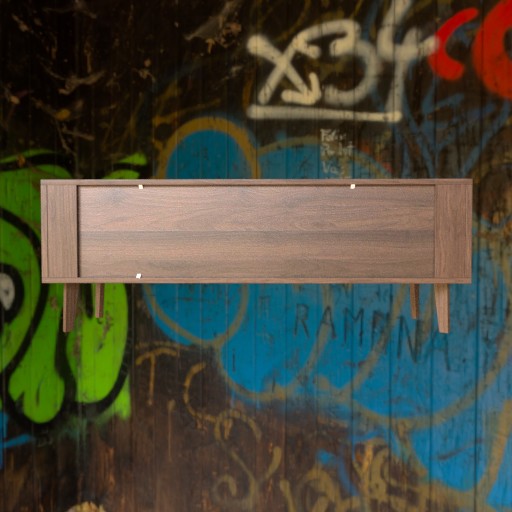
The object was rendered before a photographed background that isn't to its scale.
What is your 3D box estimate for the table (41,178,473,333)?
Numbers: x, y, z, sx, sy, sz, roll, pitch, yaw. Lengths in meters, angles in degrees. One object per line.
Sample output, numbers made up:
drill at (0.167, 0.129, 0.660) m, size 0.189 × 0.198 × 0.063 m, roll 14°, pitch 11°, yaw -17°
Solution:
table at (0.000, 0.000, 1.641) m, size 1.397 × 0.508 × 0.405 m, roll 0°, pitch 2°, yaw 1°
